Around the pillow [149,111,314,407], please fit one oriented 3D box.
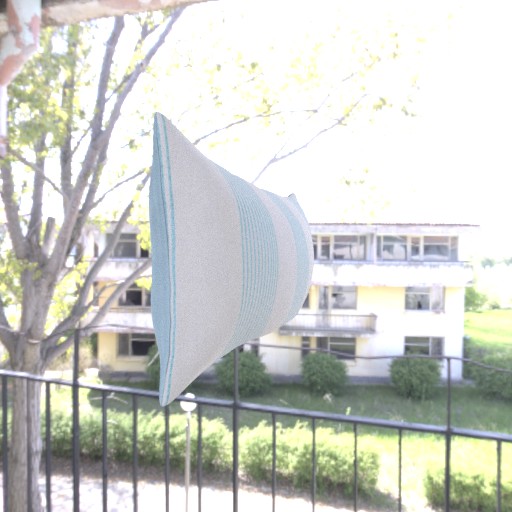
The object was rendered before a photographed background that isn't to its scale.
[{"bbox_3d":[0.000,0.000,0.719,0.151,0.287,0.610,0,1,18],"label":"pillow"}]
